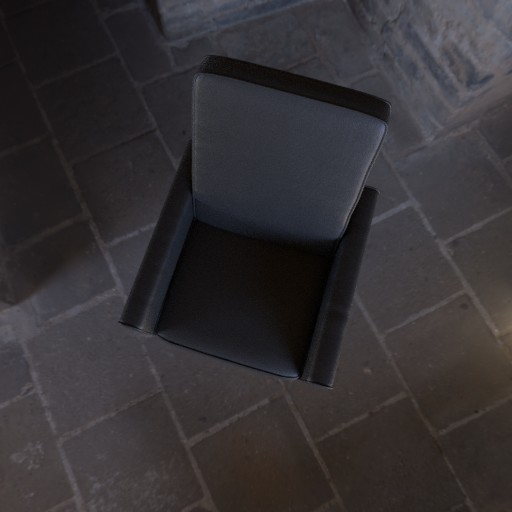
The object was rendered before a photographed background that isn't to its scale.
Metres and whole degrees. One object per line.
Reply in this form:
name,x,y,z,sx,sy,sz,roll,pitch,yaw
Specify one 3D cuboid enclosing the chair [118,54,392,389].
chair,0.000,0.000,1.518,0.705,1.013,0.746,16,77,4
